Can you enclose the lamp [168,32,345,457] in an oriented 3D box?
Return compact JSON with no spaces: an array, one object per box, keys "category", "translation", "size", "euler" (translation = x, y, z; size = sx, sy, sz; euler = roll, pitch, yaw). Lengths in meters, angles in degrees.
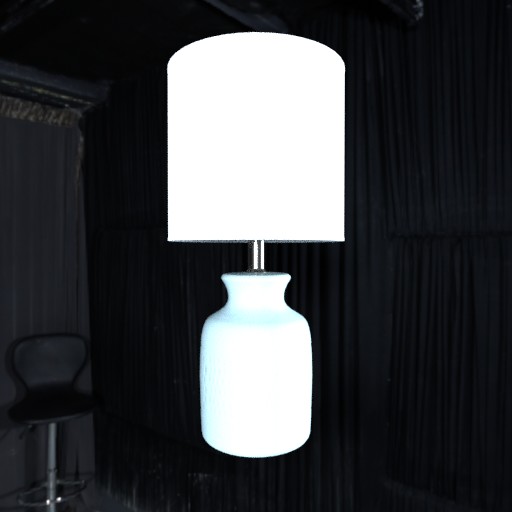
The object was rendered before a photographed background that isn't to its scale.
[{"category":"lamp","translation":[0.000,0.000,1.072],"size":[0.418,0.871,0.418],"euler":[1,1,37]}]
